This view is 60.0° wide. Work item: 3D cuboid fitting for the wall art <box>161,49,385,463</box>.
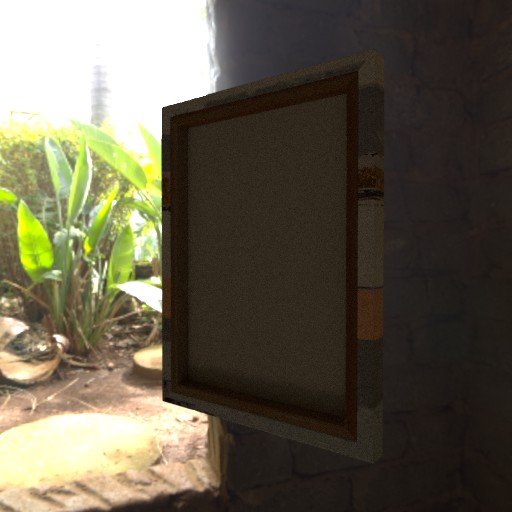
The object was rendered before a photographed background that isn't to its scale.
[{"bbox_3d":[0.000,0.000,0.796,0.456,0.609,0.038,1,1,36],"label":"wall art"}]
